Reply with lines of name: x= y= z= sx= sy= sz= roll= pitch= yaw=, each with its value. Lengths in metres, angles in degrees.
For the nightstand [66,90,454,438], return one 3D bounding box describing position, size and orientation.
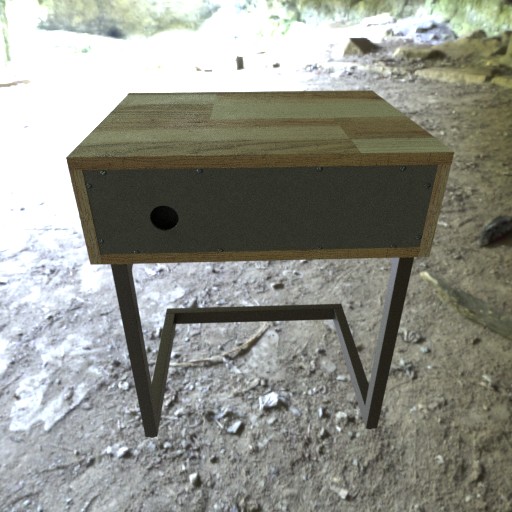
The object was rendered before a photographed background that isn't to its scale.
nightstand: x=0.000 y=0.000 z=1.001 sx=0.558 sy=0.632 sz=0.481 roll=-1 pitch=31 yaw=-2
